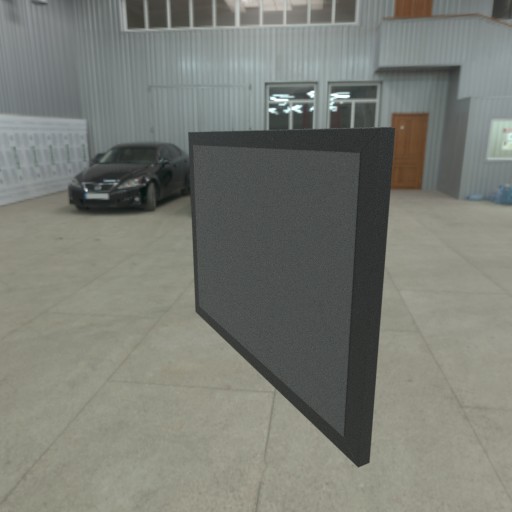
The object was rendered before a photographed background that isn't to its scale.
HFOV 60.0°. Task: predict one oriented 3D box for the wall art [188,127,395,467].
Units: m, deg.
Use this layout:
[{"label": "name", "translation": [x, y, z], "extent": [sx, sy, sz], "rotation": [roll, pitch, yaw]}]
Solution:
[{"label": "wall art", "translation": [0.000, 0.000, 0.562], "extent": [0.016, 0.306, 0.432], "rotation": [-8, 17, -27]}]
